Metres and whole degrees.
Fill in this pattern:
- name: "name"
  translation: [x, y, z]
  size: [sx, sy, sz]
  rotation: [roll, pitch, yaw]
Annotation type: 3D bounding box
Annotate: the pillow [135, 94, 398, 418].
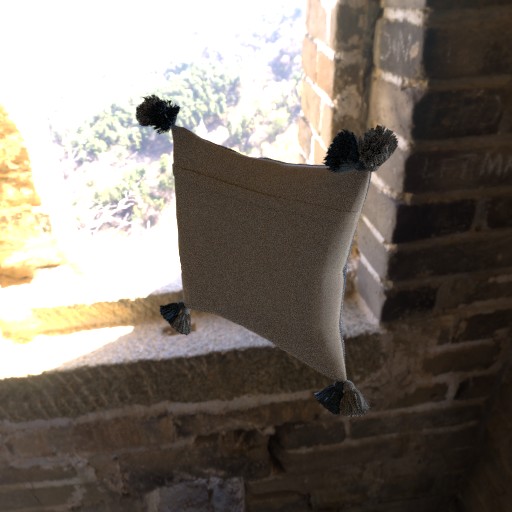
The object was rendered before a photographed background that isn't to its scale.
- name: "pillow"
  translation: [0.000, 0.000, 0.954]
  size: [0.614, 0.634, 0.138]
  rotation: [21, 36, 32]
